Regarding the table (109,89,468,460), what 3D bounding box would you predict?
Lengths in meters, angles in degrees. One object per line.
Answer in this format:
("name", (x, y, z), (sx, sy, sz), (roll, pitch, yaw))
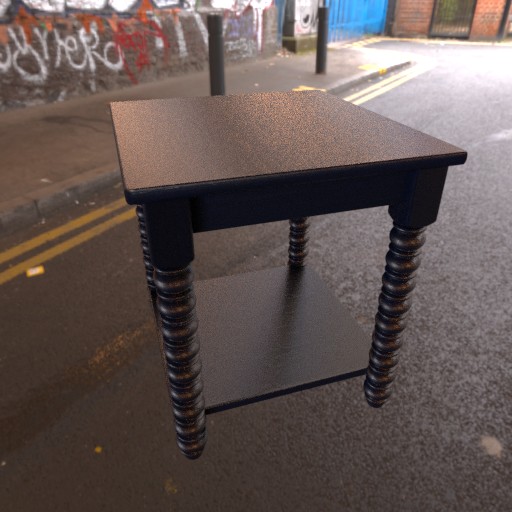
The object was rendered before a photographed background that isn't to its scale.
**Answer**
("table", (0.000, 0.000, 0.953), (0.500, 0.567, 0.533), (-9, 32, -15))
